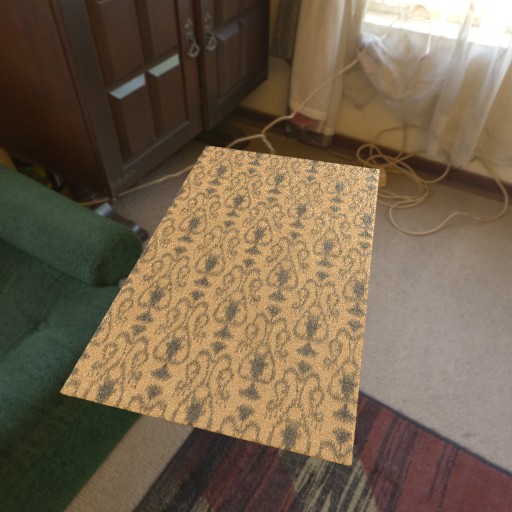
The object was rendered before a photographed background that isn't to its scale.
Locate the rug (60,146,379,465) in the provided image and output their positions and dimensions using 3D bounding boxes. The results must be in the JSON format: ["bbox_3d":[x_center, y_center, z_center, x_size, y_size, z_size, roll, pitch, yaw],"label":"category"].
[{"bbox_3d":[0.000,0.000,2.048,1.035,0.006,1.652,10,47,10],"label":"rug"}]
